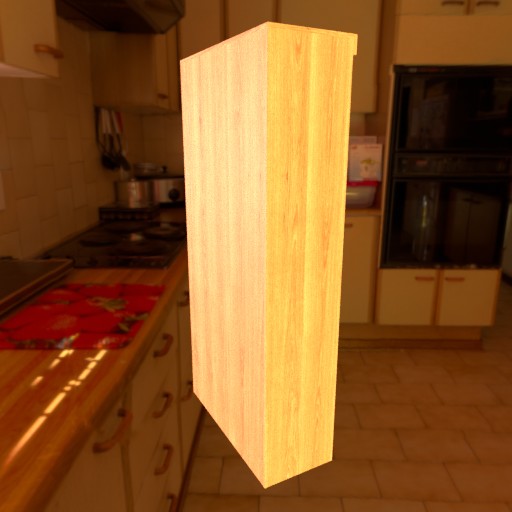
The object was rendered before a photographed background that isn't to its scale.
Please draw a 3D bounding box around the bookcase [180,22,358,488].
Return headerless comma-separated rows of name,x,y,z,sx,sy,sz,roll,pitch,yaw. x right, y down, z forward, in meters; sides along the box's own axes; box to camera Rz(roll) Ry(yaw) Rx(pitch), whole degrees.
bookcase,0.000,0.000,2.354,0.420,2.020,0.950,-8,17,-27
